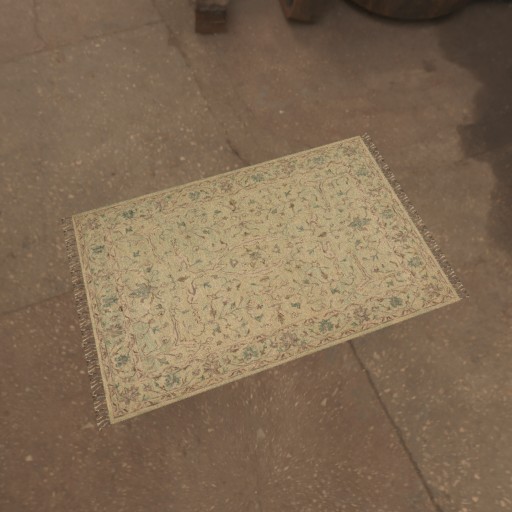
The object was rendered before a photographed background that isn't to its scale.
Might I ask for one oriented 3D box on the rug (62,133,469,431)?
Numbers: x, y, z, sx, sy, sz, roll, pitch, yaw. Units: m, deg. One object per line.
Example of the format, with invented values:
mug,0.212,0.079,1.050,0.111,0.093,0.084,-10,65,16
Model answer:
rug,0.000,0.000,3.042,2.435,0.010,1.544,-17,63,-9
